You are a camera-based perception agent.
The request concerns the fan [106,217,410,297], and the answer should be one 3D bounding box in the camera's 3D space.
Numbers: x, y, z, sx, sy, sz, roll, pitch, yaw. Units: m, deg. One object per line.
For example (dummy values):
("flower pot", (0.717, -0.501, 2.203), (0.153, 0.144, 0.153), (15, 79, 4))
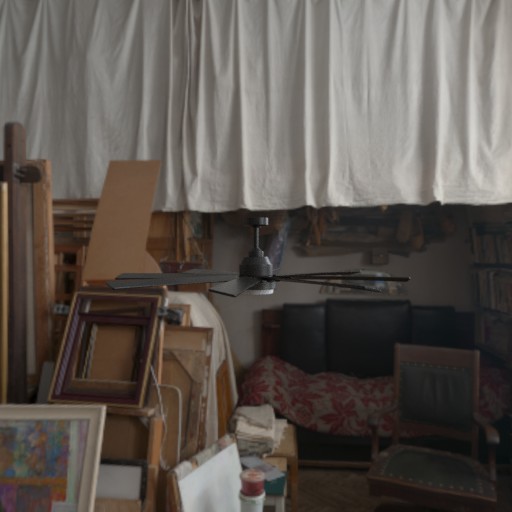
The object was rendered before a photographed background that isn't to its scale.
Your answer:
("fan", (0.000, 0.000, 2.764), (1.830, 0.472, 1.830), (-1, 2, -36))
